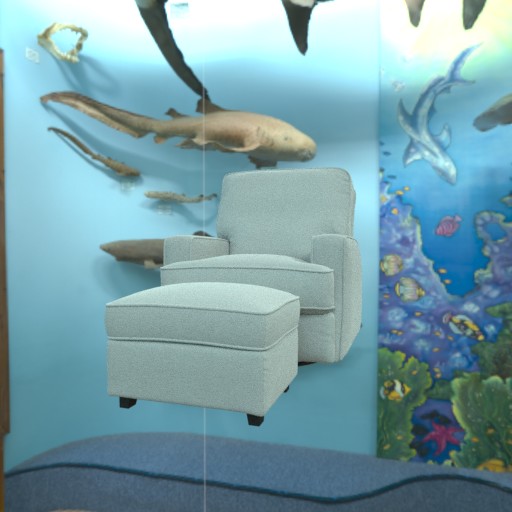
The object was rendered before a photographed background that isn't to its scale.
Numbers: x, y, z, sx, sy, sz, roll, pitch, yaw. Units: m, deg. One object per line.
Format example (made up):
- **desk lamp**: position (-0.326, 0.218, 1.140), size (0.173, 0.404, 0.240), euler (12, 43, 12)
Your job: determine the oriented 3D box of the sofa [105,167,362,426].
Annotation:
- **sofa**: position (0.000, 0.000, 2.010), size (0.861, 0.959, 1.472), euler (0, 2, 18)
